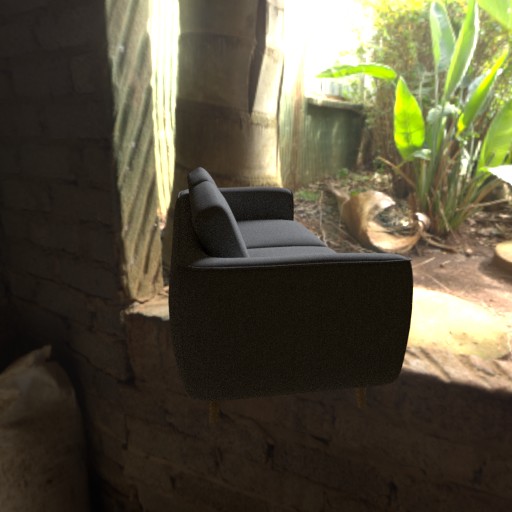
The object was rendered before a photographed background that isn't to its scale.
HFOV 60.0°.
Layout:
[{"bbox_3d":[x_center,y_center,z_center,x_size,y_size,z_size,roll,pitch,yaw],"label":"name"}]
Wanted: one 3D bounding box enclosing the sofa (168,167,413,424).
[{"bbox_3d":[0.000,0.000,2.467,0.920,0.870,2.000,-3,17,-9],"label":"sofa"}]
